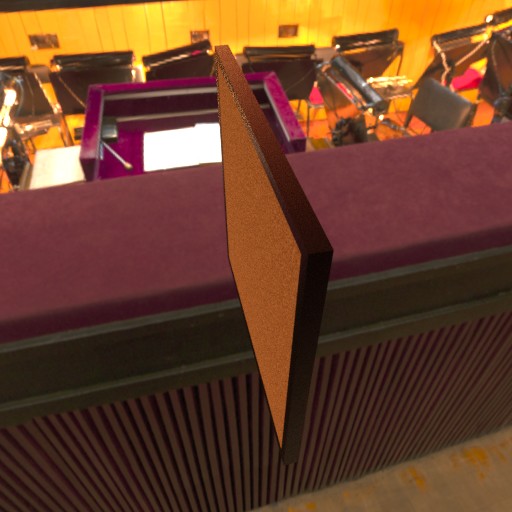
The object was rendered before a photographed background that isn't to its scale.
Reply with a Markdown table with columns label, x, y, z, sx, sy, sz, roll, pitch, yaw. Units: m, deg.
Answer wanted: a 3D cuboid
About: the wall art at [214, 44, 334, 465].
| label | x | y | z | sx | sy | sz | roll | pitch | yaw |
| --- | --- | --- | --- | --- | --- | --- | --- | --- | --- |
| wall art | 0.000 | 0.000 | 1.116 | 0.036 | 0.755 | 0.756 | -10 | 46 | -9 |
